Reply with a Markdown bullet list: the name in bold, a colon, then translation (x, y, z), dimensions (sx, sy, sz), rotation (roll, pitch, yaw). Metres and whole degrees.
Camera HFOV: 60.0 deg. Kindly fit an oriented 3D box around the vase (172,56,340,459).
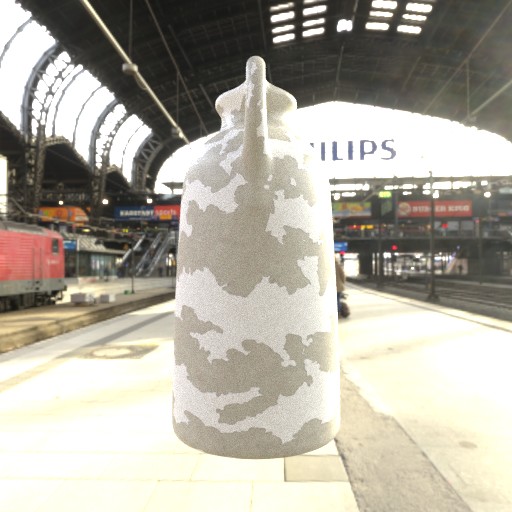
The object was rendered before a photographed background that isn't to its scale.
- **vase**: translation (0.000, 0.000, 0.493), dimensions (0.186, 0.382, 0.203), rotation (0, -1, 0)
